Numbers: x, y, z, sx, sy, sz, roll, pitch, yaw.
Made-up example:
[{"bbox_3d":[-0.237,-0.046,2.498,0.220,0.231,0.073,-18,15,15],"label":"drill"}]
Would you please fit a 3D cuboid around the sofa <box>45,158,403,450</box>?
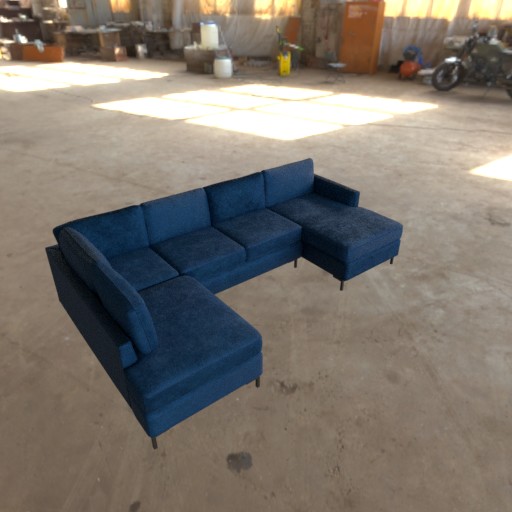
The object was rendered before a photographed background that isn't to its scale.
[{"bbox_3d":[0.000,0.000,4.427,3.434,0.992,2.055,-22,37,-32],"label":"sofa"}]
